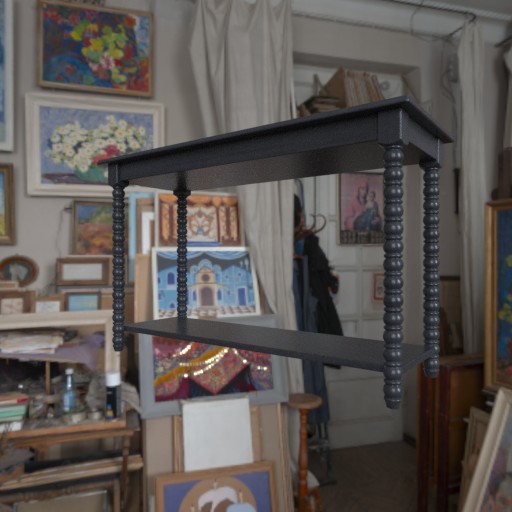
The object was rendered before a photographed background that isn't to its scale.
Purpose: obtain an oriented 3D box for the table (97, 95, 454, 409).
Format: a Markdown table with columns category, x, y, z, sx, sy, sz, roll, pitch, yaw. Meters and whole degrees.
| category | x | y | z | sx | sy | sz | roll | pitch | yaw |
| --- | --- | --- | --- | --- | --- | --- | --- | --- | --- |
| table | 0.000 | 0.000 | 1.529 | 1.184 | 0.735 | 0.459 | 0 | 0 | 36 |
